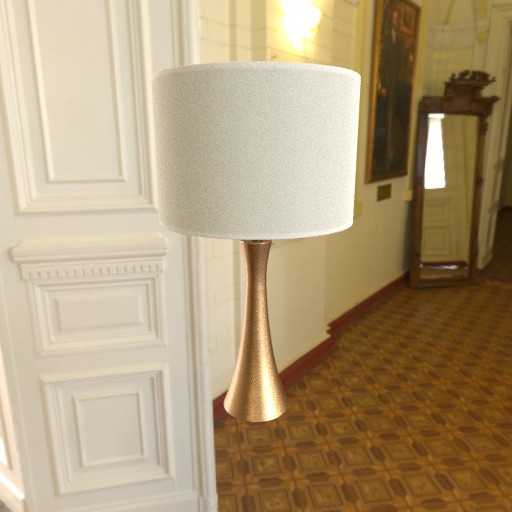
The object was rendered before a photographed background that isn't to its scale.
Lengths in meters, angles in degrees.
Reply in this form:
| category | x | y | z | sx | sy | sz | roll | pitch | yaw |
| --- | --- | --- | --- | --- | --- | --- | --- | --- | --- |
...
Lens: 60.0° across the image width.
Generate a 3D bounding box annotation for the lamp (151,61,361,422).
| category | x | y | z | sx | sy | sz | roll | pitch | yaw |
| --- | --- | --- | --- | --- | --- | --- | --- | --- | --- |
| lamp | 0.000 | 0.000 | 0.641 | 0.268 | 0.479 | 0.268 | -2 | 15 | -8 |
